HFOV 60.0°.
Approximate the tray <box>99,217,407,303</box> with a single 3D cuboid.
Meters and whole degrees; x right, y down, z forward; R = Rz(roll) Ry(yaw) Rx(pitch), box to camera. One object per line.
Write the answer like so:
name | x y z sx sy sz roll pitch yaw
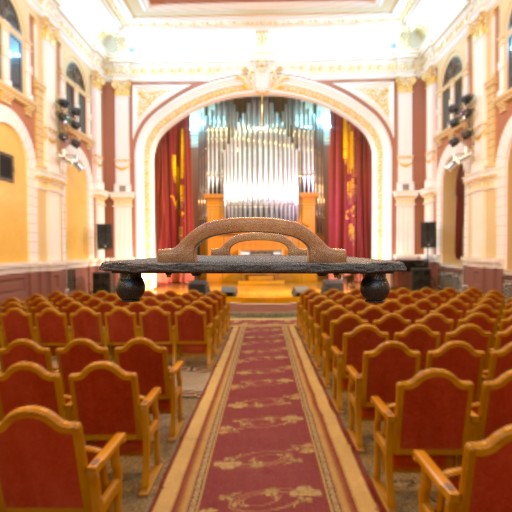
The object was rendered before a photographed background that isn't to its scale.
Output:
tray | 0.000 0.000 0.481 0.231 0.062 0.387 0 1 1
